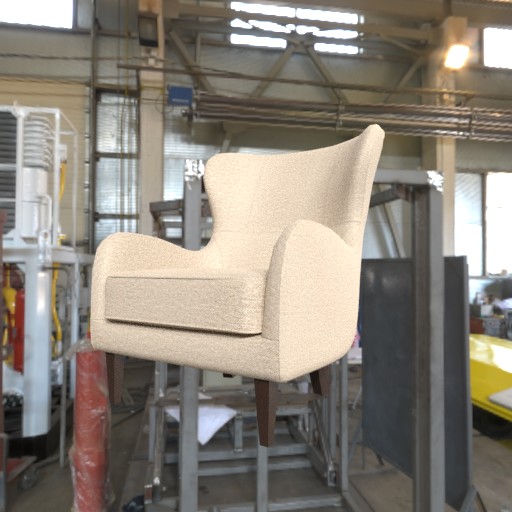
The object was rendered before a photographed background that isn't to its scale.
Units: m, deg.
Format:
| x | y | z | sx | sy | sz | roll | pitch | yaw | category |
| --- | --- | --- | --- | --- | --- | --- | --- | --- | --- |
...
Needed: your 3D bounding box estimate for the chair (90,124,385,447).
| x | y | z | sx | sy | sz | roll | pitch | yaw | category |
| --- | --- | --- | --- | --- | --- | --- | --- | --- | --- |
| 0.000 | 0.000 | 1.760 | 0.861 | 1.064 | 0.984 | -1 | -2 | 35 | chair |
